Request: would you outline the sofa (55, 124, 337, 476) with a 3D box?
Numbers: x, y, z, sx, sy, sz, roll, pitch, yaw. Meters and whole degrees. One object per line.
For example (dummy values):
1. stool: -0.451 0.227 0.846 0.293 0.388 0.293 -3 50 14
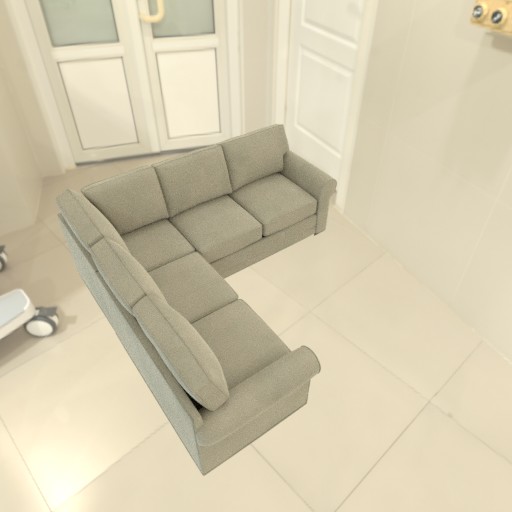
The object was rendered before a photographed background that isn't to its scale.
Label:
1. sofa: 0.000 0.000 3.912 2.562 1.053 2.487 -26 48 -26
